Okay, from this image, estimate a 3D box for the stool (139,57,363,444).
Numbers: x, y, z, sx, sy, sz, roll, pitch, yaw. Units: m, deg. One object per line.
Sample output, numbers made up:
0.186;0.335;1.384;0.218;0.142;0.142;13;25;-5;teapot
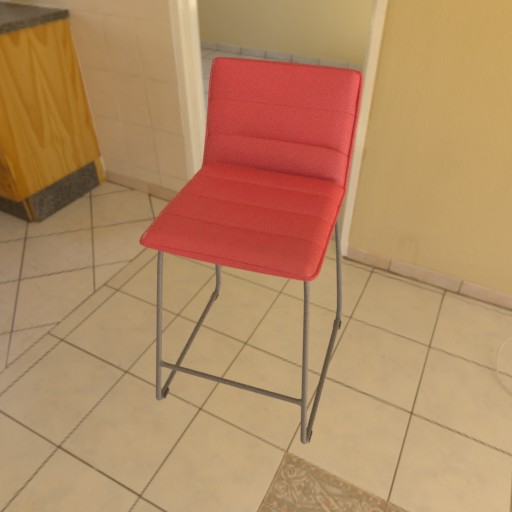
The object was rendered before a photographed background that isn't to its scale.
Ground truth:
0.000;0.000;1.190;0.489;0.866;0.524;12;41;14;stool
